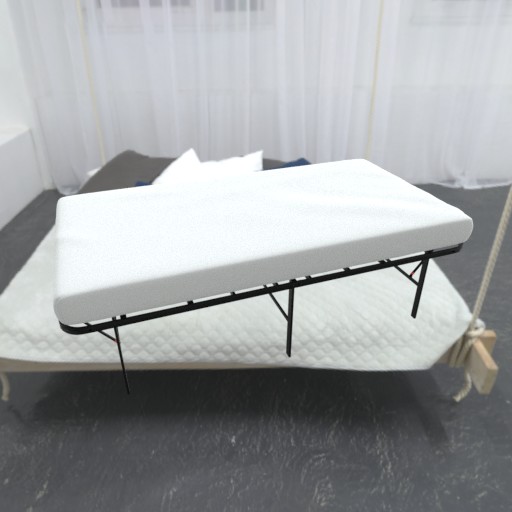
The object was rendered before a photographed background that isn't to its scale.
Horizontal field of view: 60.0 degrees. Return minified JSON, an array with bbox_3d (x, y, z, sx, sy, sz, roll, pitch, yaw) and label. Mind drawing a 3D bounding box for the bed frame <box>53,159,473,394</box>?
[{"bbox_3d":[0.000,0.000,2.359,1.903,0.619,0.989,-11,32,-17],"label":"bed frame"}]
